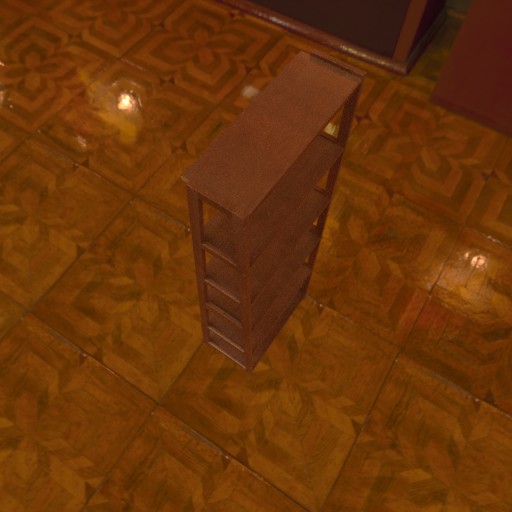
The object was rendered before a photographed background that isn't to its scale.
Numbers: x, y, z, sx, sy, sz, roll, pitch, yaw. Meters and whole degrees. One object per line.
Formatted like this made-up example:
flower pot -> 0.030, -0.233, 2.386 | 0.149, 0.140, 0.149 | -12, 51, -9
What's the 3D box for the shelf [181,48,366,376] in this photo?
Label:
shelf -> 0.000, 0.000, 2.149 | 0.382, 1.892, 0.660 | 32, 67, 15
